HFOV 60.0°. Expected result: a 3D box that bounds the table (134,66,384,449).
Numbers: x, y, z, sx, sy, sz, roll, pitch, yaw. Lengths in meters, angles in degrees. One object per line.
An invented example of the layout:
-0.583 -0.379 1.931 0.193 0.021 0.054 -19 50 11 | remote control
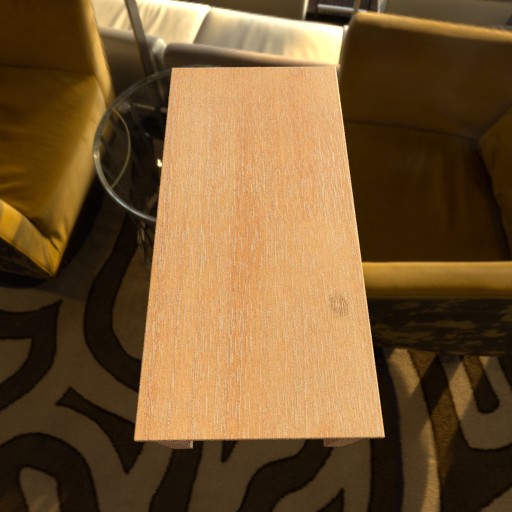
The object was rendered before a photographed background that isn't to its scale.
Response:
0.000 0.000 1.283 0.483 0.457 1.016 -1 63 0 | table
